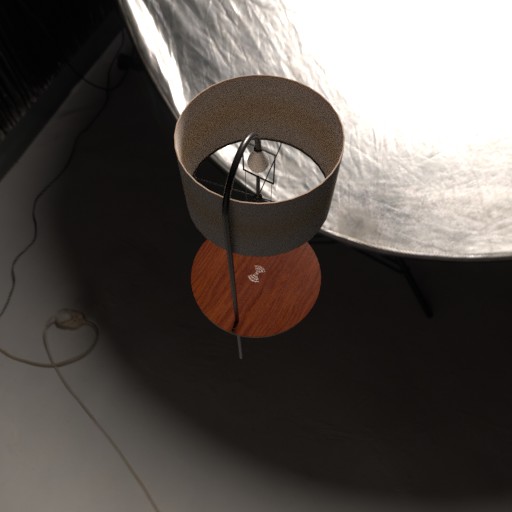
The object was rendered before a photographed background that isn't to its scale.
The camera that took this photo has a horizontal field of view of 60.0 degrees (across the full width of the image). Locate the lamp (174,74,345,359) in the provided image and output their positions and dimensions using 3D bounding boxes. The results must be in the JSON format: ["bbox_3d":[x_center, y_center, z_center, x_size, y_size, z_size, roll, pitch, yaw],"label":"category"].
[{"bbox_3d":[0.000,0.000,1.806,0.573,1.517,0.573,0,62,0],"label":"lamp"}]
